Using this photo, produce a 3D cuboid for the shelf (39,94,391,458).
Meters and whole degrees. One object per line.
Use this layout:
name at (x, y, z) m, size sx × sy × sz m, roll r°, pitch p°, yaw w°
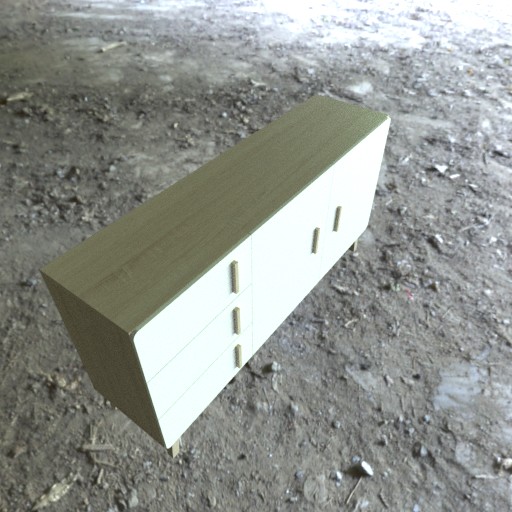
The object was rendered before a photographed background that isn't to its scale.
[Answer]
shelf at (0.000, 0.000, 1.851) m, size 0.400 × 0.780 × 1.490 m, roll 27°, pitch 49°, yaw 26°
